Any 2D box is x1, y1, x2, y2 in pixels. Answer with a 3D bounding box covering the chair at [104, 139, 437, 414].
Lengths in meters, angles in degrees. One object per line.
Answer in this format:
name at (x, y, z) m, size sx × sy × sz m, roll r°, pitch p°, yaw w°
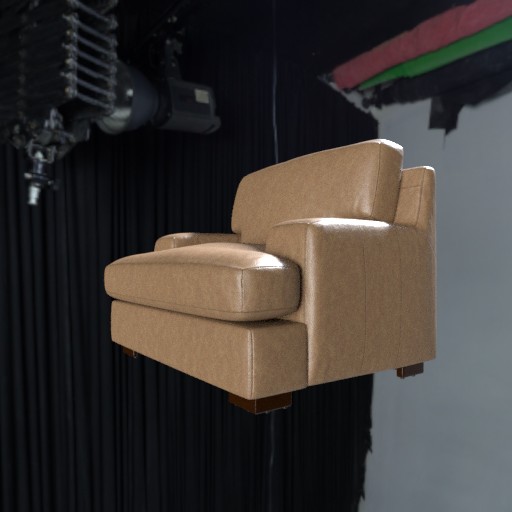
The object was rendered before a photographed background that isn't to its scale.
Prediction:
chair at (0.000, 0.000, 2.016) m, size 1.050 × 0.978 × 1.276 m, roll 1°, pitch -1°, yaw -36°
